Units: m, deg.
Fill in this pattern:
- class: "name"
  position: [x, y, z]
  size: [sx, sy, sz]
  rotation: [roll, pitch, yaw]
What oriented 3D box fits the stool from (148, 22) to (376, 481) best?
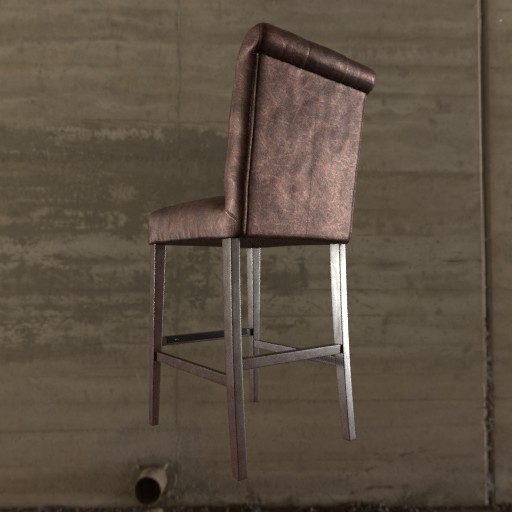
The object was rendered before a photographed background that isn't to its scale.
- class: "stool"
  position: [0.000, 0.000, 1.463]
  size: [0.483, 1.168, 0.659]
  rotation: [1, -2, -38]
